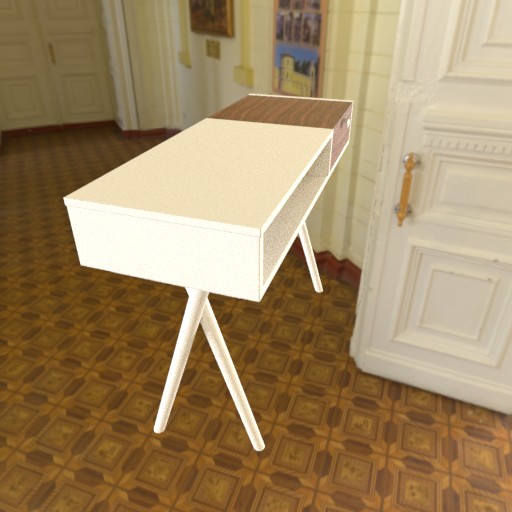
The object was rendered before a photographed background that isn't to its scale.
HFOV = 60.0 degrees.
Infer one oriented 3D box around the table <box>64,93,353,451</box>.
[{"bbox_3d":[0.000,0.000,1.429,0.418,0.785,1.066,10,32,16],"label":"table"}]
